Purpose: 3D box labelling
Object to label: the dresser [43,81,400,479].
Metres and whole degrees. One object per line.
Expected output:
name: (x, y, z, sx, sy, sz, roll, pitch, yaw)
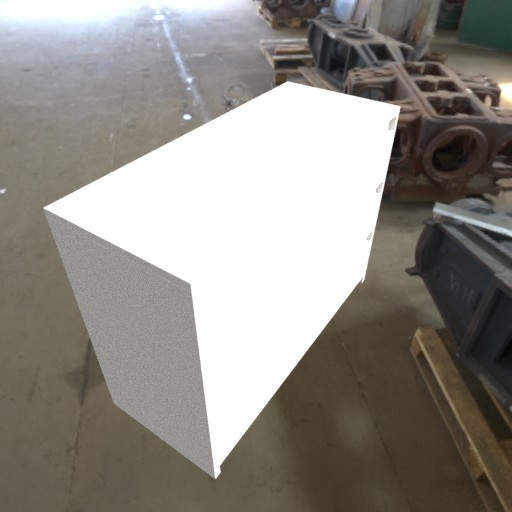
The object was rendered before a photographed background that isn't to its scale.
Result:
dresser: (0.000, 0.000, 1.553, 0.460, 0.820, 1.100, 24, 45, 26)
